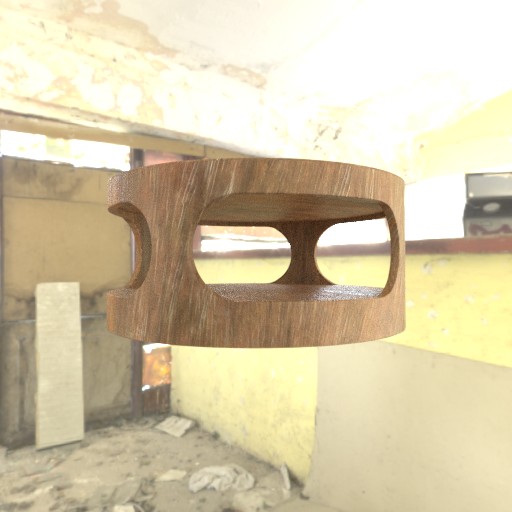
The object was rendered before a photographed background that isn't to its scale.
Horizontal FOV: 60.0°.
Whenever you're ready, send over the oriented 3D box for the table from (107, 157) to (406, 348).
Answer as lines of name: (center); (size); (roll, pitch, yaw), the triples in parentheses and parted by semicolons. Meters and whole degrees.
table: (0.000, 0.000, 1.530); (0.974, 0.450, 0.974); (0, -1, 0)
